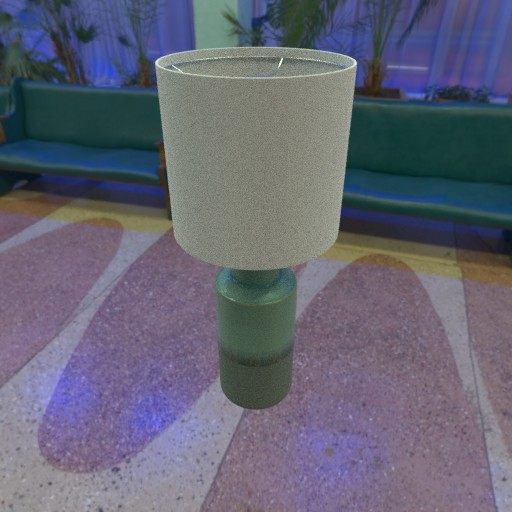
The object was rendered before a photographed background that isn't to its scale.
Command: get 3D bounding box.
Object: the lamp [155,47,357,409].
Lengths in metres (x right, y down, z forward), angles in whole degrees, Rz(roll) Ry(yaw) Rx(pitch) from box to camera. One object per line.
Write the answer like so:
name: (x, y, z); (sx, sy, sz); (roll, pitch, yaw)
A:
lamp: (0.000, 0.000, 0.602); (0.212, 0.493, 0.212); (10, 33, 16)
